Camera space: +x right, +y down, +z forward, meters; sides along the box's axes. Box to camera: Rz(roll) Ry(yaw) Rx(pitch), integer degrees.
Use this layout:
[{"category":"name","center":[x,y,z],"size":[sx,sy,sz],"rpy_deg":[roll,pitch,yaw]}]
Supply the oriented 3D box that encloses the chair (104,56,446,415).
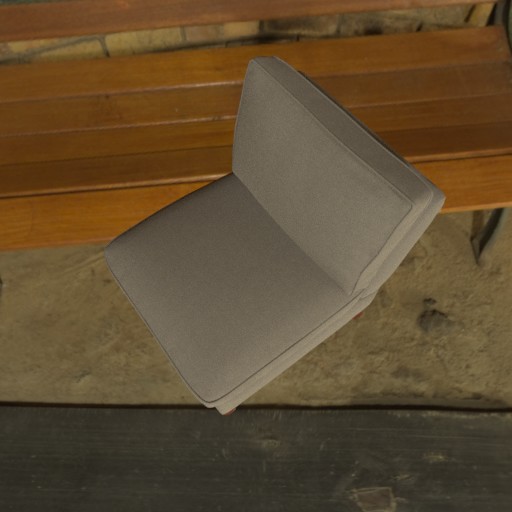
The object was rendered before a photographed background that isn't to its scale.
[{"category":"chair","center":[0.000,0.000,1.638],"size":[0.924,1.045,0.724],"rpy_deg":[-34,67,-16]}]
